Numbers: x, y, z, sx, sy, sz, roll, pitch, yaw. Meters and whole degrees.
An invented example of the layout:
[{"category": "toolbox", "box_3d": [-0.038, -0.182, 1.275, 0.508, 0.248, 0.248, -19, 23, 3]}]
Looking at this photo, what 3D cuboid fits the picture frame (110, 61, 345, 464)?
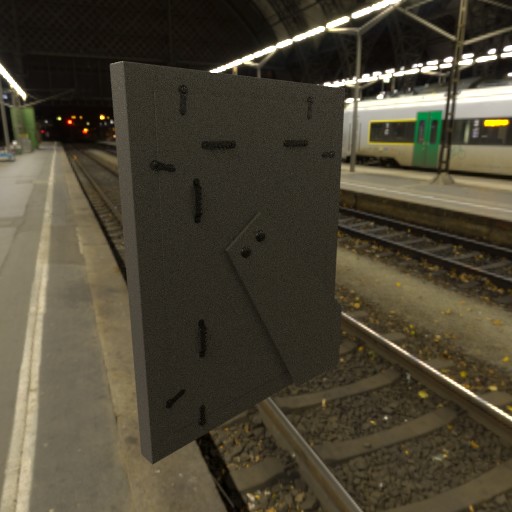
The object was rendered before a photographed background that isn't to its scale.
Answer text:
[{"category": "picture frame", "box_3d": [0.000, 0.000, 0.510, 0.307, 0.383, 0.036, -15, 21, -43]}]
